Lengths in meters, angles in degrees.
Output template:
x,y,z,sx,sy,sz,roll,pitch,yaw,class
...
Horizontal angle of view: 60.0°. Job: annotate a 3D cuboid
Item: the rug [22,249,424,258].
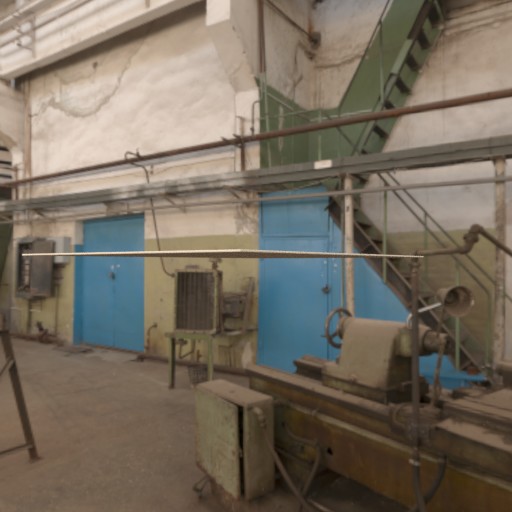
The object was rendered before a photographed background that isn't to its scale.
x,y,z,sx,sy,sz,roll,pitch,yaw,class
0.000,0.000,2.905,1.522,0.008,2.284,-1,-1,36,rug
